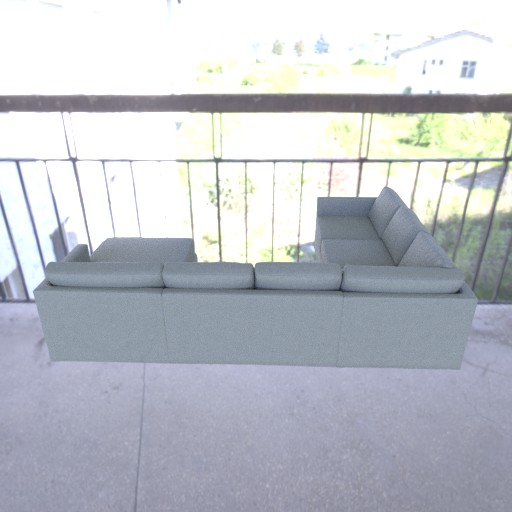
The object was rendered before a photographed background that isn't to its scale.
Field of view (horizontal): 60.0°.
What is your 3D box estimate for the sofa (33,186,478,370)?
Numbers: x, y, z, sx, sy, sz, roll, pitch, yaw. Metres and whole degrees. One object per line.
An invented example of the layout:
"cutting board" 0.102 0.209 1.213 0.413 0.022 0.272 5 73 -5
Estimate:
"sofa" 0.000 0.000 4.583 3.460 0.882 2.427 1 26 2
